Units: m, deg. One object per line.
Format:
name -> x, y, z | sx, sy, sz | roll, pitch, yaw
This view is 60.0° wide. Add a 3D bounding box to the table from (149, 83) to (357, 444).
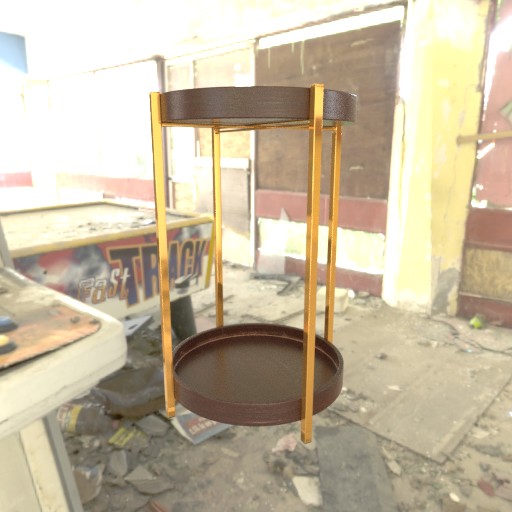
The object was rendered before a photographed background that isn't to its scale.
table -> 0.000, 0.000, 0.899 | 0.400, 0.610, 0.400 | -7, 15, -27
